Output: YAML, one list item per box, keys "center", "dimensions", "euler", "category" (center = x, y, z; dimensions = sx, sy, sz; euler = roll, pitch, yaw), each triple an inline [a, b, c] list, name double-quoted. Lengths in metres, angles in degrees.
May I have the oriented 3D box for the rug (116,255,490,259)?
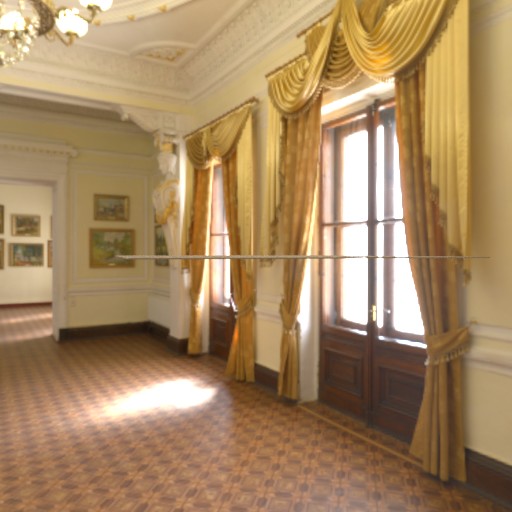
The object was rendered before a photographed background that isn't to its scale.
- center: [0.000, 0.000, 4.156]
  dimensions: [2.448, 0.021, 3.051]
  euler: [0, 0, -19]
  category: "rug"
